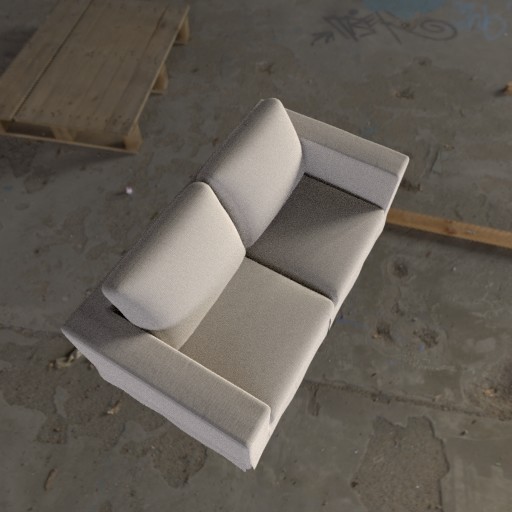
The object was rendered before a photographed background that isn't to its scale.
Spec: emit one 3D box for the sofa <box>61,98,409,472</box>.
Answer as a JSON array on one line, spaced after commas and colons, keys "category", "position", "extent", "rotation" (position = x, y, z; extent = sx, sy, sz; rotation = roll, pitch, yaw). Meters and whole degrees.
[{"category": "sofa", "position": [0.000, 0.000, 2.420], "extent": [1.009, 0.932, 1.813], "rotation": [27, 62, 15]}]
